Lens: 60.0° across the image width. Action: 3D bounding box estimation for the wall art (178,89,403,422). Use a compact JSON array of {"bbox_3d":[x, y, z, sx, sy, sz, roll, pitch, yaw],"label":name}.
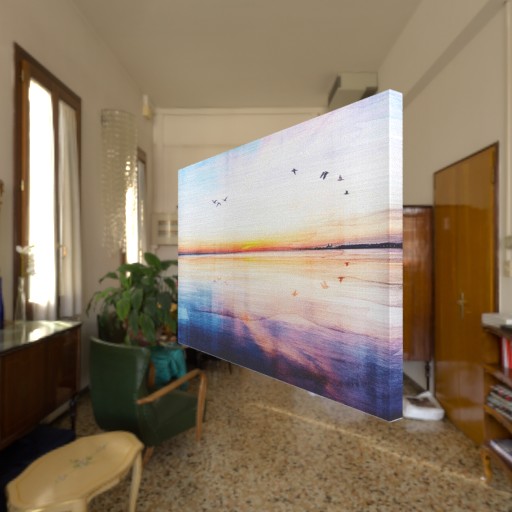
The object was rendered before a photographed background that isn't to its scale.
[{"bbox_3d":[0.000,0.000,1.189,0.037,0.605,0.911,0,0,-35],"label":"wall art"}]
